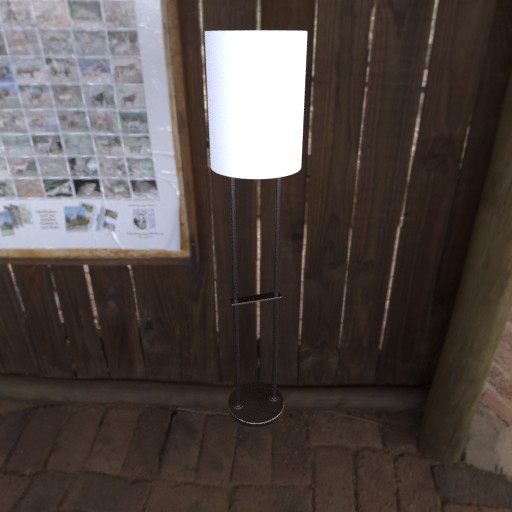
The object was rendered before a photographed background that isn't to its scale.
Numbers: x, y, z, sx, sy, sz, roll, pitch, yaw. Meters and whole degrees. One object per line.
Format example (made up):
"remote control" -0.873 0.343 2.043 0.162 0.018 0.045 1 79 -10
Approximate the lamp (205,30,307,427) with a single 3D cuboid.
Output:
"lamp" 0.000 0.000 1.658 0.306 1.500 0.305 -7 27 -15
